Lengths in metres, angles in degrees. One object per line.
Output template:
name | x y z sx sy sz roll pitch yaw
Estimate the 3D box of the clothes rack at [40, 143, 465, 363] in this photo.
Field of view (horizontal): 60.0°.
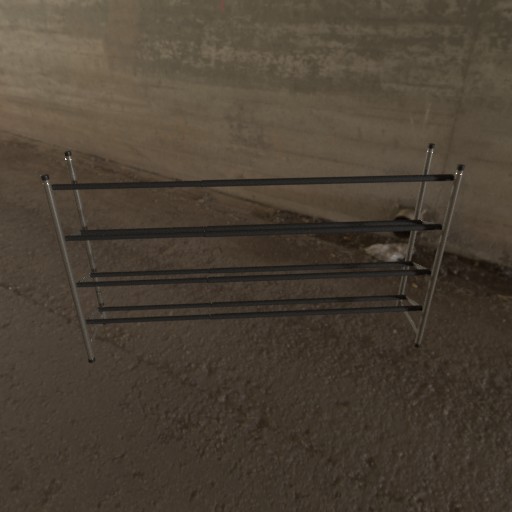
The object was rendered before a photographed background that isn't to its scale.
clothes rack | 0.000 0.000 1.474 1.168 0.672 0.229 -2 31 -3
